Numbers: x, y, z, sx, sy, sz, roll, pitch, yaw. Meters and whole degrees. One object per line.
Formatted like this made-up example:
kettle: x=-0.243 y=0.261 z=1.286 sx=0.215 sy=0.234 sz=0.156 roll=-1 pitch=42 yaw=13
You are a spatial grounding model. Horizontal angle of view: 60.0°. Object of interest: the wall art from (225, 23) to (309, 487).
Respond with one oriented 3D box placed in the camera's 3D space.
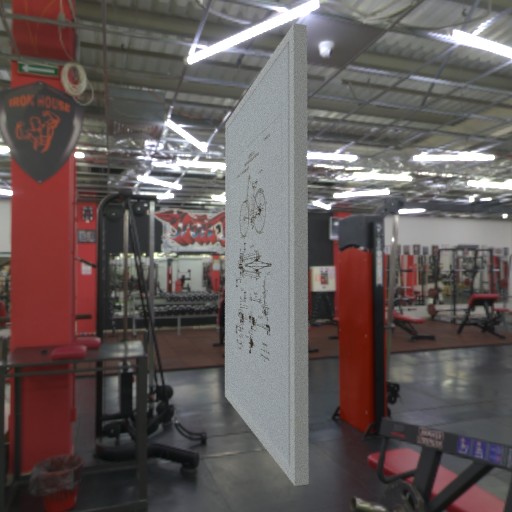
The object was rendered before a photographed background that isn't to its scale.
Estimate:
wall art: x=0.000 y=0.000 z=0.617 sx=0.015 sy=0.477 sz=0.332 roll=1 pitch=-2 yaw=-16
